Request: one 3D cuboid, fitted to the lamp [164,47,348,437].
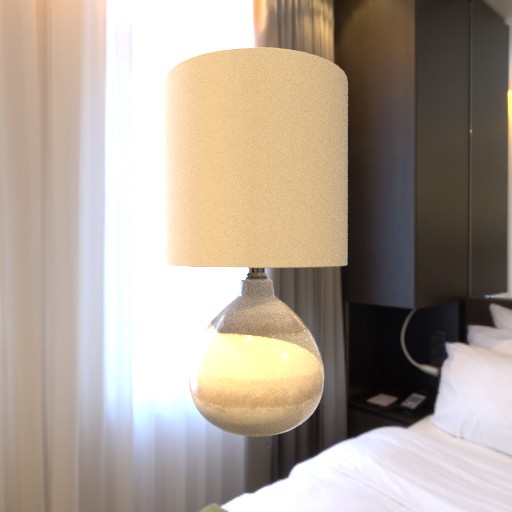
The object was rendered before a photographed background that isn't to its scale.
[{"bbox_3d":[0.000,0.000,0.536,0.217,0.404,0.217,0,1,19],"label":"lamp"}]
